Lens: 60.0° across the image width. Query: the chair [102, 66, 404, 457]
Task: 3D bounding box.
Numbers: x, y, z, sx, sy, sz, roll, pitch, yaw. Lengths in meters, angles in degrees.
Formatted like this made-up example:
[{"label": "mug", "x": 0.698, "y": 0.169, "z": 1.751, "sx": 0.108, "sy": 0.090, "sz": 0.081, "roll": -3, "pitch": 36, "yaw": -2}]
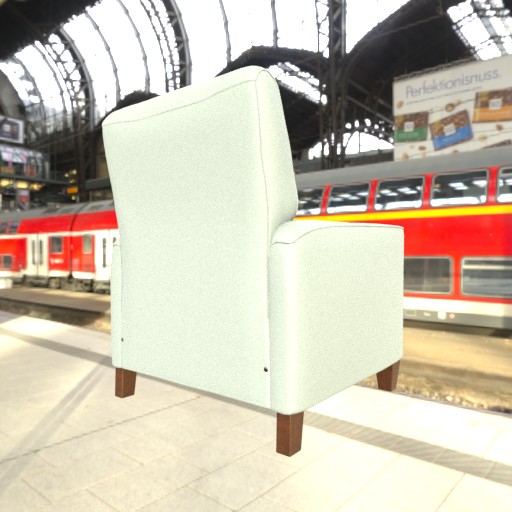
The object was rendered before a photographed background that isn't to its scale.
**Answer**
[{"label": "chair", "x": 0.000, "y": 0.000, "z": 1.610, "sx": 0.853, "sy": 1.007, "sz": 0.846, "roll": 1, "pitch": 1, "yaw": 39}]
